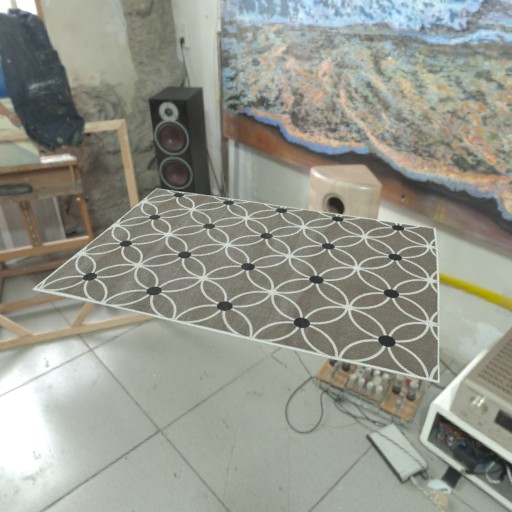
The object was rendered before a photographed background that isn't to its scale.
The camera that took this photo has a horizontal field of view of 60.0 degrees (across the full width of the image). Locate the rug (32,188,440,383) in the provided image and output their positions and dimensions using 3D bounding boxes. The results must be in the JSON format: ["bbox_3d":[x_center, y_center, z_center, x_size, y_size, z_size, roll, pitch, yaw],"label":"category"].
[{"bbox_3d":[0.000,0.000,2.921,2.284,0.008,1.522,10,34,15],"label":"rug"}]
